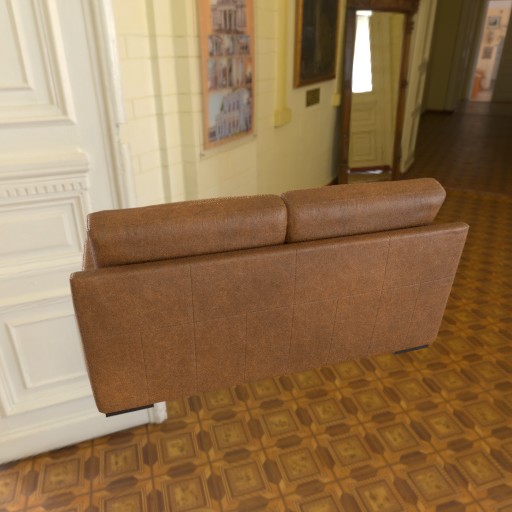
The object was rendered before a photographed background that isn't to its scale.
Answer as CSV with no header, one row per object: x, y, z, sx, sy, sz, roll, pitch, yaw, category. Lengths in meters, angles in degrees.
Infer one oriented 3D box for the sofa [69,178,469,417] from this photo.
0.000,0.000,2.480,1.880,0.966,1.144,-8,27,-16,sofa
